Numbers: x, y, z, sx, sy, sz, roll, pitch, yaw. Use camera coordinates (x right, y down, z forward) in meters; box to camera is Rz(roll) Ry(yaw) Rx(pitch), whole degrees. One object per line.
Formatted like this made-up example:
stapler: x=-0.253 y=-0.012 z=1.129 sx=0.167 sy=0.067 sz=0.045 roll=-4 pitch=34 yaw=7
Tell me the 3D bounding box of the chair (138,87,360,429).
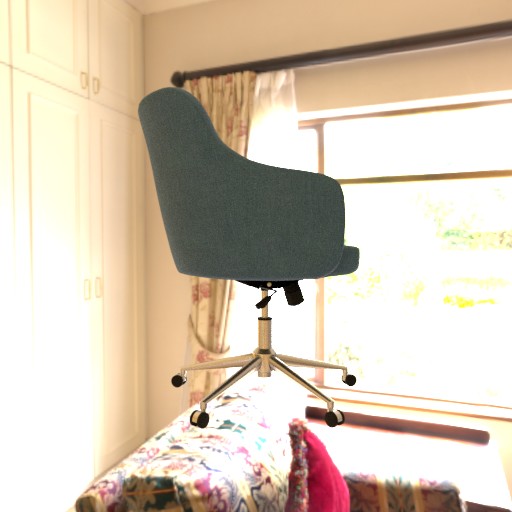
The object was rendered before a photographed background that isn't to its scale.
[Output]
chair: x=0.000 y=0.000 z=1.287 sx=0.655 sy=0.820 sz=0.599 roll=-1 pitch=2 yaw=-18
